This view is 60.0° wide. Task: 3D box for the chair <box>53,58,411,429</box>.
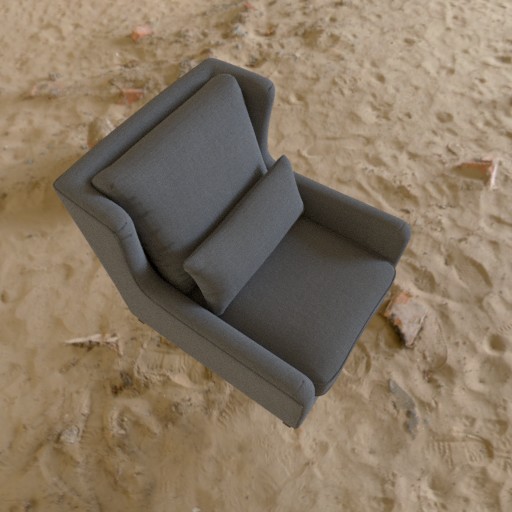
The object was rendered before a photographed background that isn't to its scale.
[{"bbox_3d":[0.000,0.000,1.825,1.040,1.056,0.866,30,62,18],"label":"chair"}]
